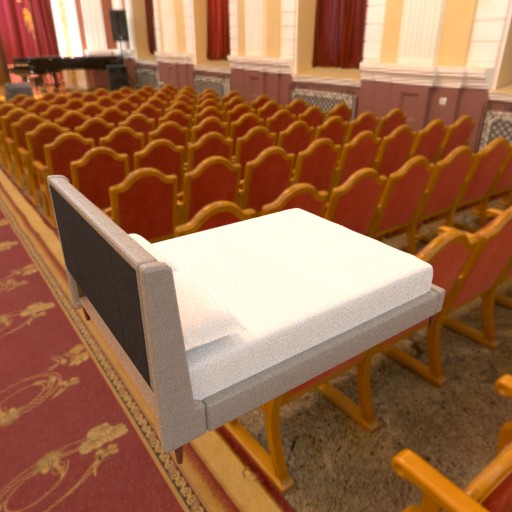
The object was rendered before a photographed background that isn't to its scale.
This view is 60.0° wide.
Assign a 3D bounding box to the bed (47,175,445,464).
[{"bbox_3d":[0.000,0.000,3.136,2.232,1.147,1.656,-17,31,-31],"label":"bed"}]
